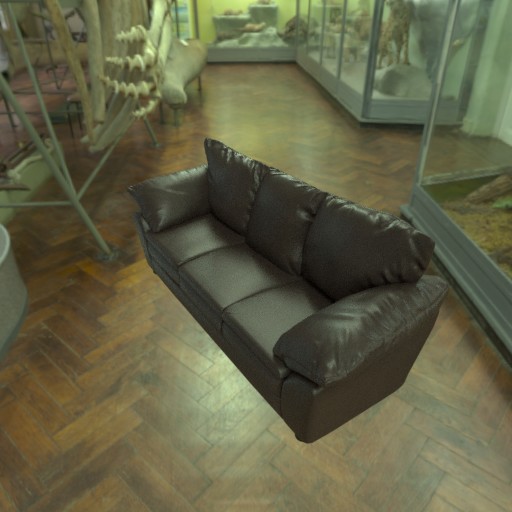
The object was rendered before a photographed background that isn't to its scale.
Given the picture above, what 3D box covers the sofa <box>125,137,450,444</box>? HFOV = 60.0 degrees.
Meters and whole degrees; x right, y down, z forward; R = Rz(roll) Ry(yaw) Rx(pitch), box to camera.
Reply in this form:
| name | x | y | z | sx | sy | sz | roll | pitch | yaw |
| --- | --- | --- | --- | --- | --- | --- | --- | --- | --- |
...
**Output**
| name | x | y | z | sx | sy | sz | roll | pitch | yaw |
| --- | --- | --- | --- | --- | --- | --- | --- | --- | --- |
| sofa | 0.000 | 0.000 | 2.916 | 0.907 | 1.091 | 2.390 | -19 | 36 | -28 |
